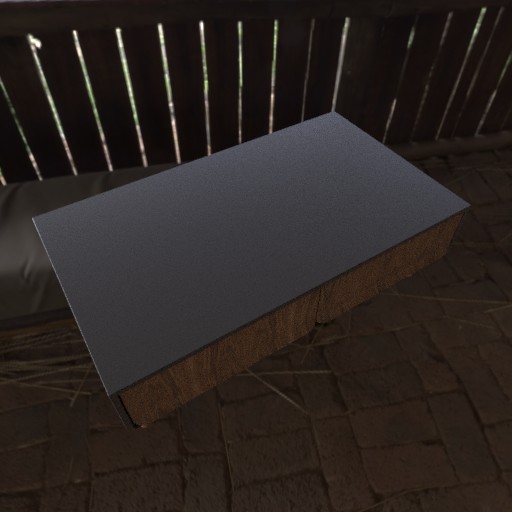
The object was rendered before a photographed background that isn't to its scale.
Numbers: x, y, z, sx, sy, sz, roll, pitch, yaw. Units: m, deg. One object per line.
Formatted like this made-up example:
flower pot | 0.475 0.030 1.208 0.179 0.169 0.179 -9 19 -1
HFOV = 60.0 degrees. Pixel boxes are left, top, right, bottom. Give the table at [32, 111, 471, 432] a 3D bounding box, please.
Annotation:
table | 0.000 0.000 1.540 1.201 0.404 0.703 -25 52 -21
